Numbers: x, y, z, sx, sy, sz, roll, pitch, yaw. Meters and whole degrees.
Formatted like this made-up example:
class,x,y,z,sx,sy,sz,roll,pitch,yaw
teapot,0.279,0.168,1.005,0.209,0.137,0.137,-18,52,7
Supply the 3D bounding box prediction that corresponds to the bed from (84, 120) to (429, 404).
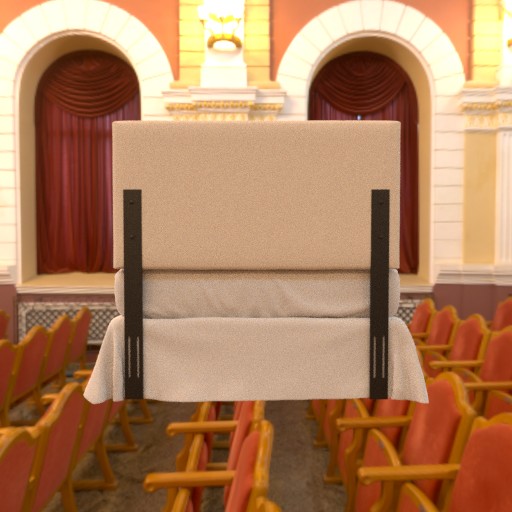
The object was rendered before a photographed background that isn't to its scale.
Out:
class,x,y,z,sx,sy,sz,roll,pitch,yaw
bed,0.000,0.000,3.515,1.936,1.577,2.222,0,2,0
